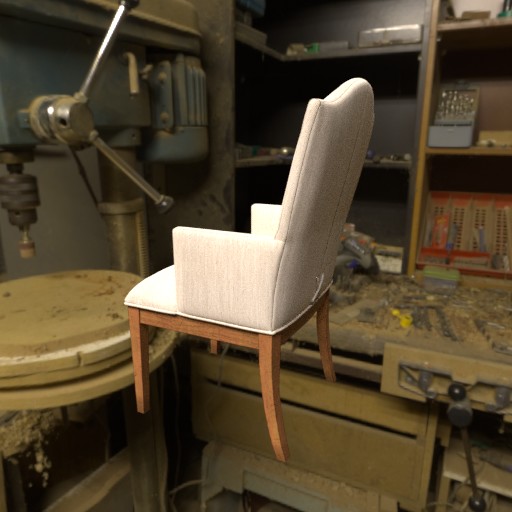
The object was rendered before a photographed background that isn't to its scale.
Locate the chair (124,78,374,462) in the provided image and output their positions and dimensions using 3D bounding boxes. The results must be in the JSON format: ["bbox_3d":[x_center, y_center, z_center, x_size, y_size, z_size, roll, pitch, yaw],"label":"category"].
[{"bbox_3d":[0.000,0.000,1.396,0.641,1.016,0.533,7,17,25],"label":"chair"}]
